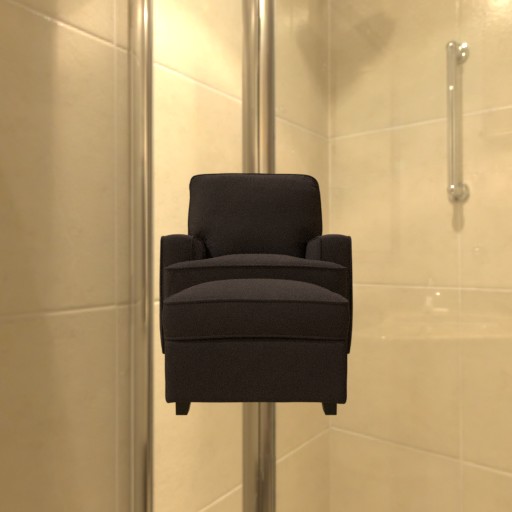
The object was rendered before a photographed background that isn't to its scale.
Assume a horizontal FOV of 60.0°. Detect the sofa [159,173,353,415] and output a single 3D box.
[{"bbox_3d":[0.000,0.000,2.012,0.861,0.959,1.472,0,0,0],"label":"sofa"}]
